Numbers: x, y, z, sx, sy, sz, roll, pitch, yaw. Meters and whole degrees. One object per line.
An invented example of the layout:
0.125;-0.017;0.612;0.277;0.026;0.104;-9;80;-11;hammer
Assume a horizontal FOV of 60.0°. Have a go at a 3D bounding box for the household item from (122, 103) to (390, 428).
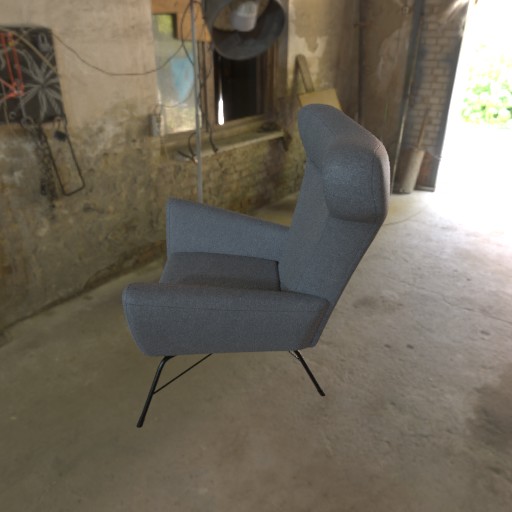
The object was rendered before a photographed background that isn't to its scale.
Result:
0.000;0.000;1.764;0.900;1.050;0.980;0;27;0;household item
